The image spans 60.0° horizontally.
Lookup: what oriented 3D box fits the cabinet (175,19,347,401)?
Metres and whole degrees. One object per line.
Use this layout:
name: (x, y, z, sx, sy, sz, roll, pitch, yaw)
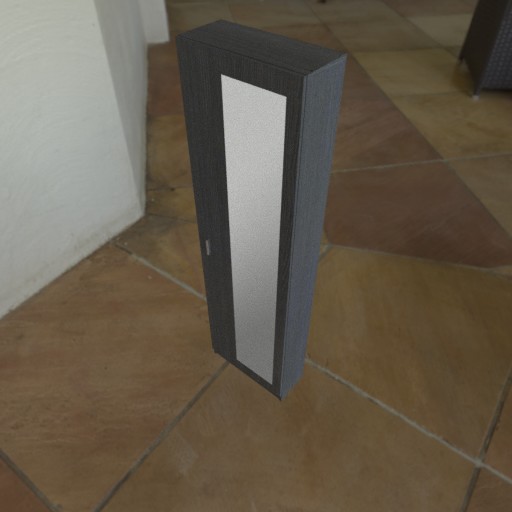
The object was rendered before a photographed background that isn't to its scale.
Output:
cabinet: (0.000, 0.000, 1.970, 0.500, 1.790, 0.230, 30, 52, 27)
